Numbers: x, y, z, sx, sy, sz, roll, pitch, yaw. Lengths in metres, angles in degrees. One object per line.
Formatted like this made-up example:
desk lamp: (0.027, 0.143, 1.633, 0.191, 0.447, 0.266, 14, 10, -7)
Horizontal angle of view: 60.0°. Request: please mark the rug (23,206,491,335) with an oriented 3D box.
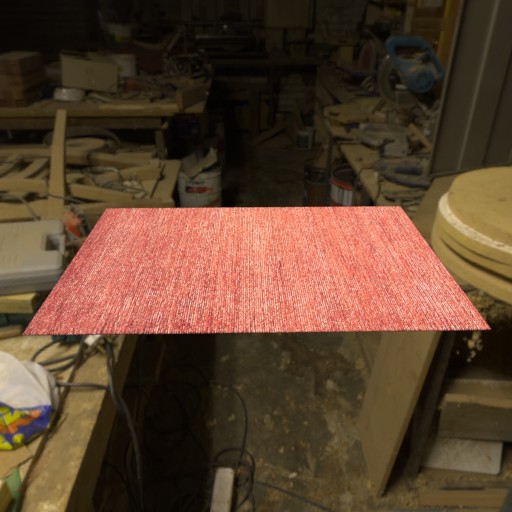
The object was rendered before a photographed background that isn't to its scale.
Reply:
rug: (0.000, 0.000, 2.140, 1.747, 0.011, 1.139, -1, 30, -1)
